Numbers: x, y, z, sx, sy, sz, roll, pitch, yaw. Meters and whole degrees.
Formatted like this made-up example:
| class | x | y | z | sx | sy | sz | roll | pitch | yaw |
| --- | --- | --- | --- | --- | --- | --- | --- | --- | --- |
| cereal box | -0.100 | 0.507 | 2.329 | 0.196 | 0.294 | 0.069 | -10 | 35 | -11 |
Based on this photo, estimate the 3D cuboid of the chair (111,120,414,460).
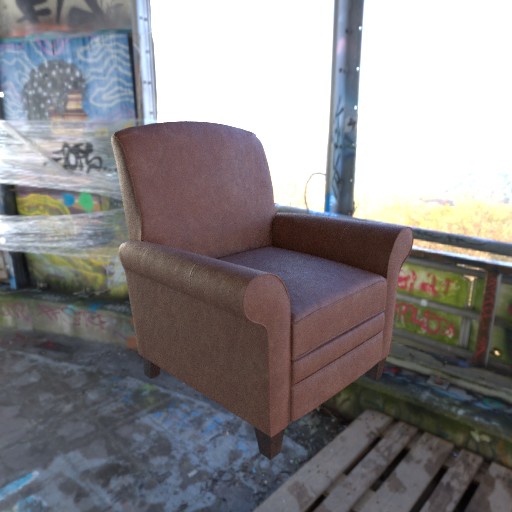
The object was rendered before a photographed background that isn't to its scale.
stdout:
| class | x | y | z | sx | sy | sz | roll | pitch | yaw |
| --- | --- | --- | --- | --- | --- | --- | --- | --- | --- |
| chair | 0.000 | 0.000 | 1.801 | 0.902 | 1.061 | 0.978 | 15 | 22 | 42 |
